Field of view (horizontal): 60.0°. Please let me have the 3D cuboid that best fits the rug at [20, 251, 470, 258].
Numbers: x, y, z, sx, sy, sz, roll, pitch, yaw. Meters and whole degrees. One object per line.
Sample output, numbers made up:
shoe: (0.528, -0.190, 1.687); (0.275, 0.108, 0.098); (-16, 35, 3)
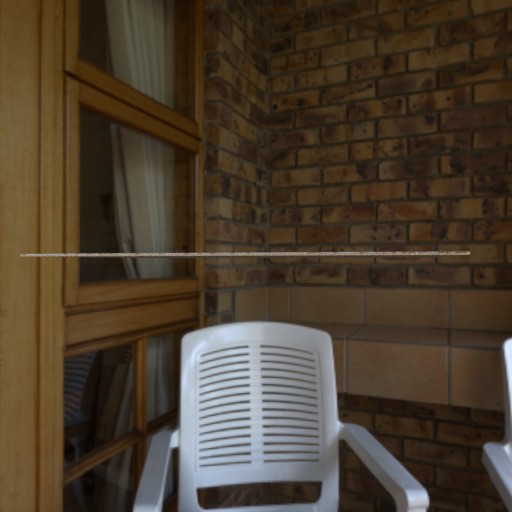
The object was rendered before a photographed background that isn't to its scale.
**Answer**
rug: (0.000, 0.000, 2.277); (1.829, 0.011, 1.219); (0, -1, 18)
